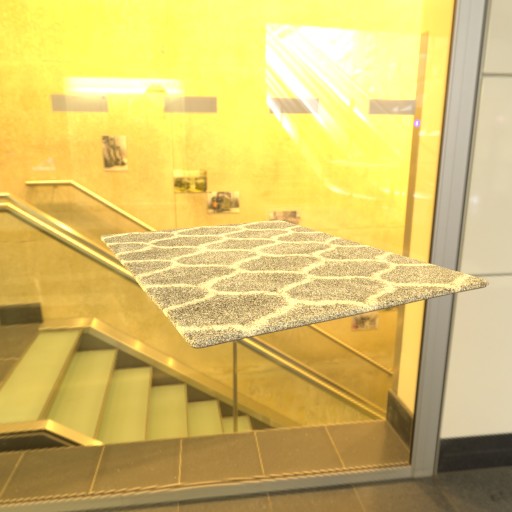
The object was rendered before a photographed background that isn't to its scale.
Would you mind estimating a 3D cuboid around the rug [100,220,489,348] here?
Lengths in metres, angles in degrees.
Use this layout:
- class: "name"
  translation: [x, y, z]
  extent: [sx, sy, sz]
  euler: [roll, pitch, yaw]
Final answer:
- class: "rug"
  translation: [0.000, 0.000, 2.120]
  extent: [1.200, 0.025, 1.600]
  euler: [-7, 16, -26]
